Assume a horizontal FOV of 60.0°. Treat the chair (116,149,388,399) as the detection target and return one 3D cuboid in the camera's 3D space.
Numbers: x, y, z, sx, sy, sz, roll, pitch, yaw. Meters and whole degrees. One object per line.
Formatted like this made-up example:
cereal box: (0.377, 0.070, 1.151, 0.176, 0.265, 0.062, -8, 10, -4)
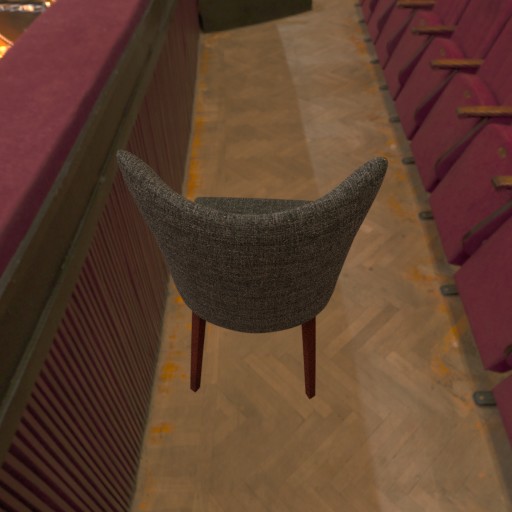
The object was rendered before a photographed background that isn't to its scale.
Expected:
chair: (0.000, 0.000, 1.309, 0.535, 0.924, 0.623, 3, 46, 2)
